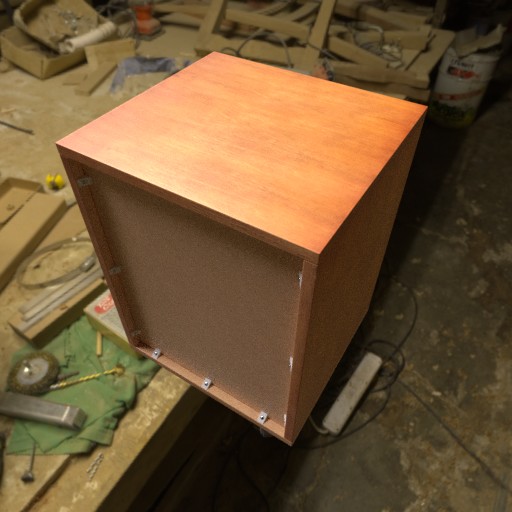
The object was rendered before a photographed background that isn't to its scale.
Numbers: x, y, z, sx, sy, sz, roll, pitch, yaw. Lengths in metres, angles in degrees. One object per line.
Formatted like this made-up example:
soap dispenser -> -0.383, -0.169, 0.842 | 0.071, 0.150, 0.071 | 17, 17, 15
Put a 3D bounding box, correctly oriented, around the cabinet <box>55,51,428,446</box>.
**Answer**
cabinet -> 0.000, 0.000, 0.866 | 0.409, 0.579, 0.401 | 24, 51, 22
